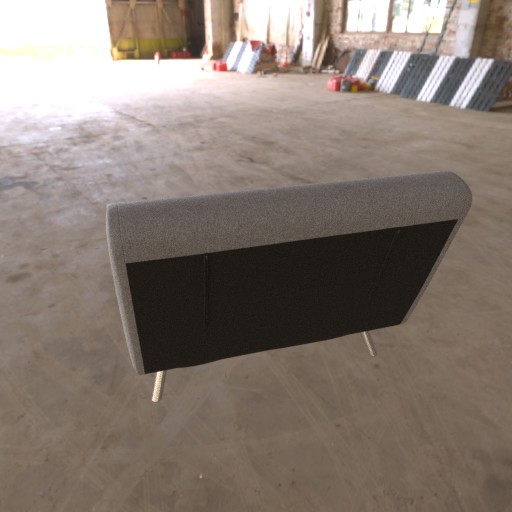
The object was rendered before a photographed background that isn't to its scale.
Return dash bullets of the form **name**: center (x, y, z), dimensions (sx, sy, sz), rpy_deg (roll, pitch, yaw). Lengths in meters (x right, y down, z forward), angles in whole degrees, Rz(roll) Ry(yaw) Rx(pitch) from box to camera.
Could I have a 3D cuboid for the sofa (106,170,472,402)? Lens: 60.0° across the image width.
- **sofa**: center (0.000, 0.000, 1.714), dimensions (1.020, 0.825, 1.000), rpy_deg (-8, 29, -14)
